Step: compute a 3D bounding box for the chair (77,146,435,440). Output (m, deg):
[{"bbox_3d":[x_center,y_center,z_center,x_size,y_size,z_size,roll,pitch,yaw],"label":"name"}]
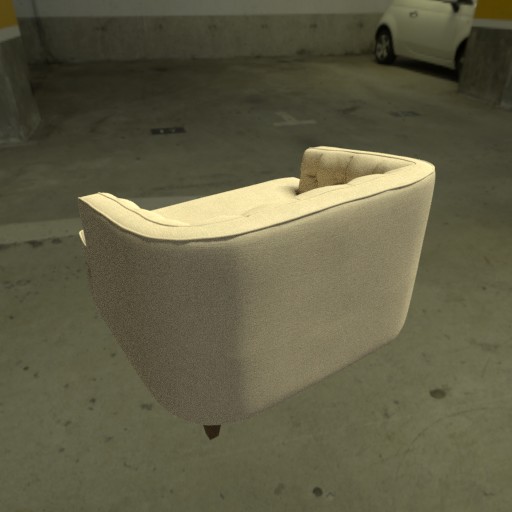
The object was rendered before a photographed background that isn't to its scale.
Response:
[{"bbox_3d":[0.000,0.000,1.703,1.118,0.787,0.914,-18,35,-29],"label":"chair"}]
